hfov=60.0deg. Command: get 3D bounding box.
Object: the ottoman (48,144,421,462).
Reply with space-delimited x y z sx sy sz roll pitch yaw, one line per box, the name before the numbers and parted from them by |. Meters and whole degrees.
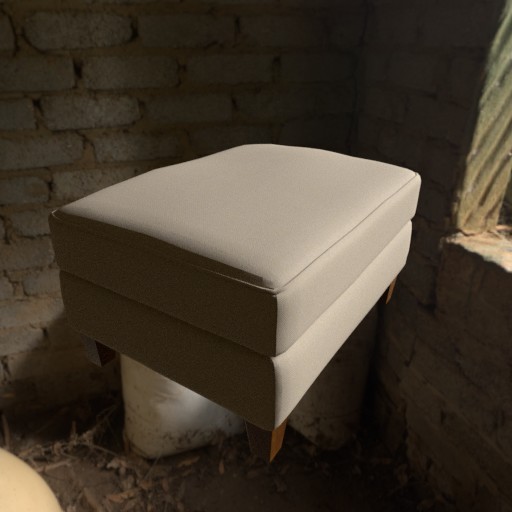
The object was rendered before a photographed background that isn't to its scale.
ottoman | 0.000 0.000 1.207 0.634 0.485 0.818 17 31 30
